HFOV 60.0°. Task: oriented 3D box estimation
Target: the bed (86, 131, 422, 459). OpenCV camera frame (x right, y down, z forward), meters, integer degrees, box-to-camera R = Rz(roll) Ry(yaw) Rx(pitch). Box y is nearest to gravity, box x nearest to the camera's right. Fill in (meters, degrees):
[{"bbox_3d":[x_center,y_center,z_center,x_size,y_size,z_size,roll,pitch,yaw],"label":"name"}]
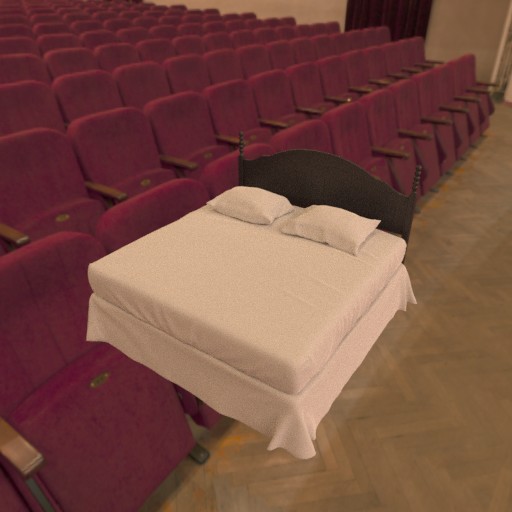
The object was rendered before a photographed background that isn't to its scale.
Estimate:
[{"bbox_3d":[0.000,0.000,3.765,2.322,1.355,2.219,20,36,29],"label":"bed"}]
